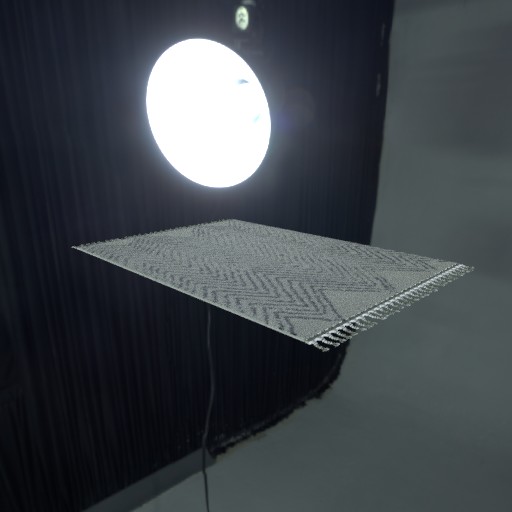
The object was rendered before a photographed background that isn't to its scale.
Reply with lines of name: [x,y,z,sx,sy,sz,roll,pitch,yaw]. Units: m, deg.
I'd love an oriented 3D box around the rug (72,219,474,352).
rug: [0.000,0.000,2.383,1.847,0.014,1.230,15,21,43]
